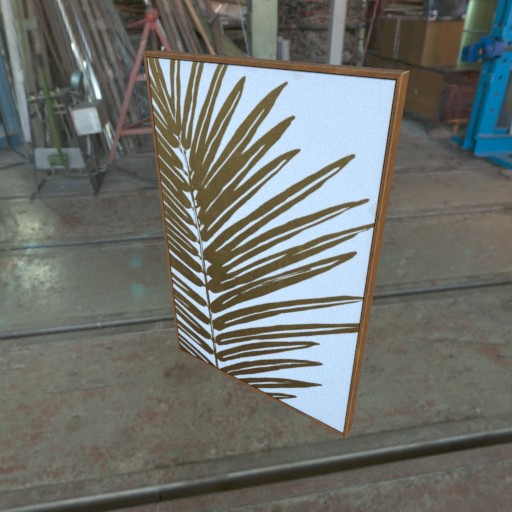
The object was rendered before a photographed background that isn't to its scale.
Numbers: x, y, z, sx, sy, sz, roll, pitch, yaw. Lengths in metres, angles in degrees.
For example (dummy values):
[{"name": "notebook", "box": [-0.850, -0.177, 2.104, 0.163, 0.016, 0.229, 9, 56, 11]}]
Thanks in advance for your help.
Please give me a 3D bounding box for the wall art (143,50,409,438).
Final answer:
[{"name": "wall art", "box": [0.000, 0.000, 1.121, 0.610, 0.914, 0.037, 19, 35, 29]}]
